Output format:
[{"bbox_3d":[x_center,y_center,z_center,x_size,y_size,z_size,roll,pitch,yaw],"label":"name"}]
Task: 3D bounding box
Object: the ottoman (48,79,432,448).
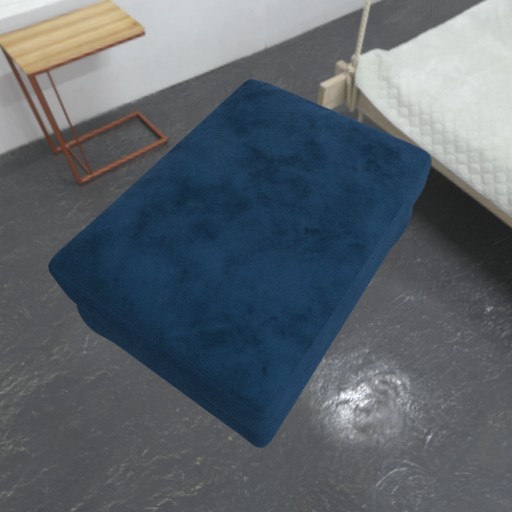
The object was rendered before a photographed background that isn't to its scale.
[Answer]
[{"bbox_3d":[0.000,0.000,1.162,0.572,0.503,0.773,30,62,18],"label":"ottoman"}]
